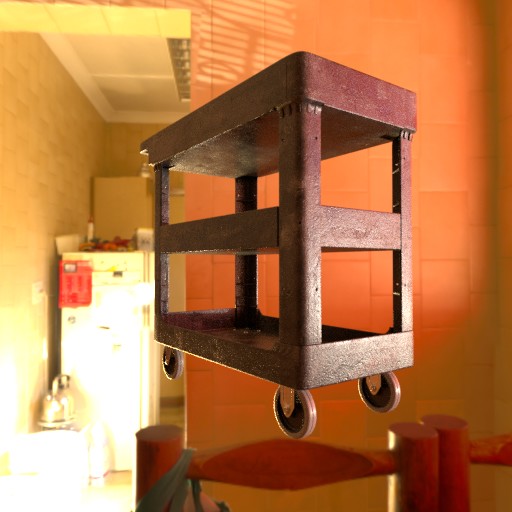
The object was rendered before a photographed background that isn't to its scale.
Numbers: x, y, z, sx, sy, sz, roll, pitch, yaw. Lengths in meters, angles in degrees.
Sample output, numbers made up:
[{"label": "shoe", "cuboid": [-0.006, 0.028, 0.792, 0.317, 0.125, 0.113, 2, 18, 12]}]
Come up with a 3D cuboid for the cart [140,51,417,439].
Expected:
[{"label": "cart", "cuboid": [0.000, 0.000, 1.364, 0.420, 0.824, 0.877, 1, -1, -36]}]
